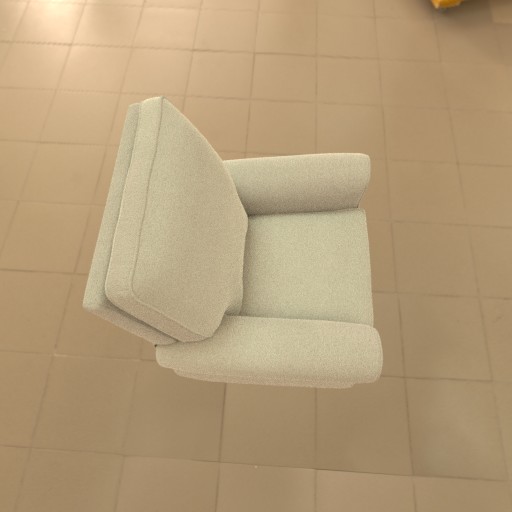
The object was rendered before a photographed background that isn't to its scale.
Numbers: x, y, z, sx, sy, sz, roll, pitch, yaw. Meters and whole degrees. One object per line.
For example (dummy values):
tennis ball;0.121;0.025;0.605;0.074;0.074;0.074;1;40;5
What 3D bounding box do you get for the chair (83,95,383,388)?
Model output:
chair;0.000;0.000;1.644;0.878;0.960;0.890;3;65;1
